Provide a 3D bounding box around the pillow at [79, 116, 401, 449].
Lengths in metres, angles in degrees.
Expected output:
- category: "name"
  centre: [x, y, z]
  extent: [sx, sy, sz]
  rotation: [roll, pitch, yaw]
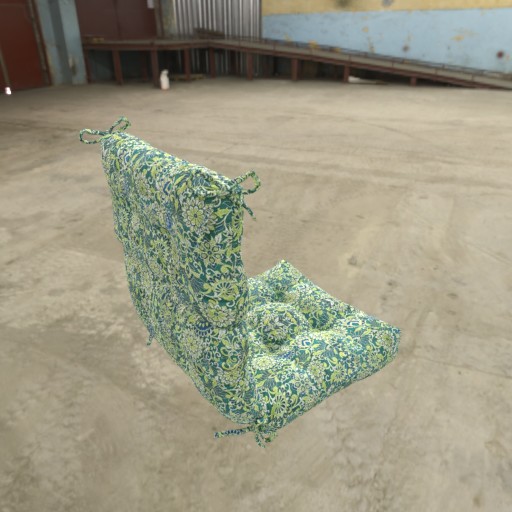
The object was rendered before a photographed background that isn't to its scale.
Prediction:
- category: "pillow"
  centre: [0.000, 0.000, 1.022]
  extent: [0.571, 0.605, 0.519]
  rotation: [-18, 32, -32]
